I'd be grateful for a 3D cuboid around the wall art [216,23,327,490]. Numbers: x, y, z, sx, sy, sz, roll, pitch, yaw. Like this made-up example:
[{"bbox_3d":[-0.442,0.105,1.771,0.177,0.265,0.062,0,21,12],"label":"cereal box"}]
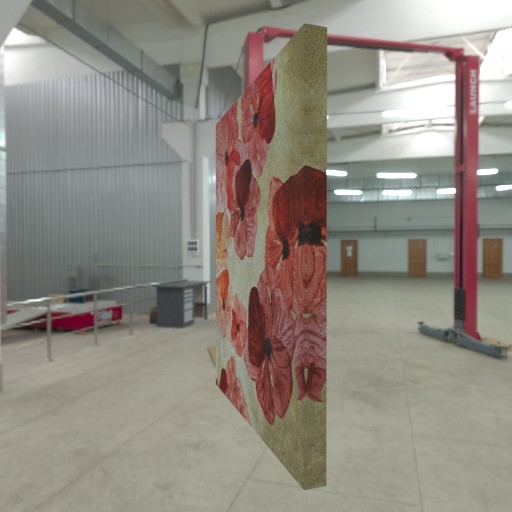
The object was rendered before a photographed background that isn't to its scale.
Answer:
[{"bbox_3d":[0.000,0.000,0.678,0.028,0.508,0.406,0,1,-19],"label":"wall art"}]
